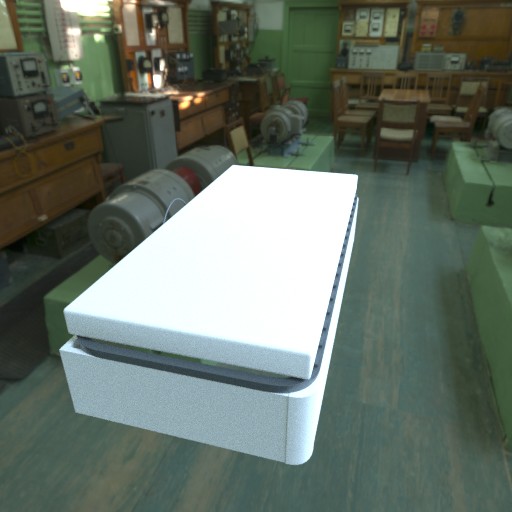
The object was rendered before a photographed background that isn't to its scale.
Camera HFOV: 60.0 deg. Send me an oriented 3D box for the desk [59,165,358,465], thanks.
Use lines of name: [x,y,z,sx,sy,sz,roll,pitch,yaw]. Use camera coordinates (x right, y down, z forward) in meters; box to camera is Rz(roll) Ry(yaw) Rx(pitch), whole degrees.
desk: [0.000,0.000,2.273,0.900,0.526,1.900,7,28,14]
